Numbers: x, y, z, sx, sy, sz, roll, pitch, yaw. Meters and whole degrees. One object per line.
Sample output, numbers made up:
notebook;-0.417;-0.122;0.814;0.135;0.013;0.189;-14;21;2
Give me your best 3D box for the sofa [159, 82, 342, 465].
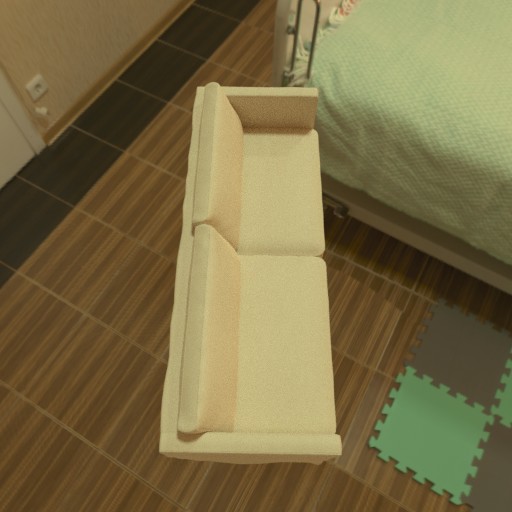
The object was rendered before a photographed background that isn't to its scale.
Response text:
sofa;0.000;0.000;3.296;1.036;0.999;2.779;1;63;0
